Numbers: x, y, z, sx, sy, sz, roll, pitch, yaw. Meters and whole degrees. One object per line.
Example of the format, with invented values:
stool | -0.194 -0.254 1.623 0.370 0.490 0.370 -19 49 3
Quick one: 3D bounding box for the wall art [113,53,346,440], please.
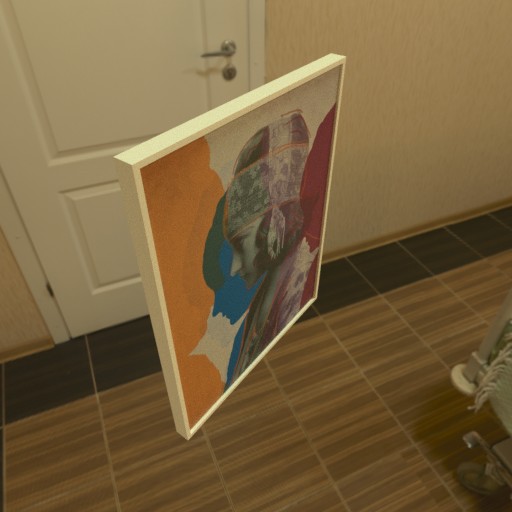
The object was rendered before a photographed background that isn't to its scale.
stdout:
wall art | 0.000 0.000 0.756 0.030 0.549 0.443 26 47 27
